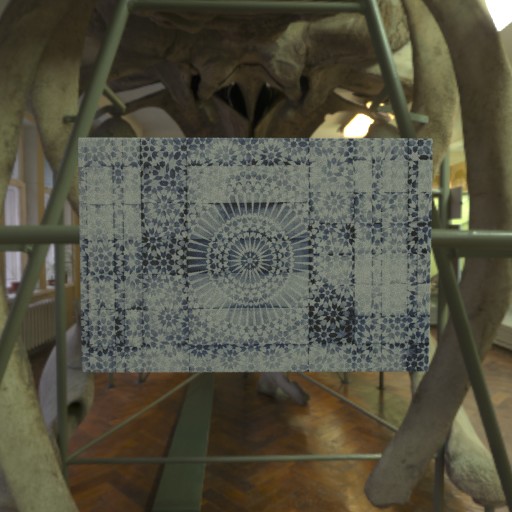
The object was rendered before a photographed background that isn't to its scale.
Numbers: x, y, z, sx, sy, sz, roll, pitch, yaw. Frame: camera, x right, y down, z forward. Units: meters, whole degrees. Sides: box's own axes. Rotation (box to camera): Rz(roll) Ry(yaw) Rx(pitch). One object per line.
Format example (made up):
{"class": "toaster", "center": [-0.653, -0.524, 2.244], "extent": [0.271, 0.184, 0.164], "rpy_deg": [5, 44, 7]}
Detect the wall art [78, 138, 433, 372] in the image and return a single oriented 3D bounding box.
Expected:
{"class": "wall art", "center": [0.000, 0.000, 1.179], "extent": [0.911, 0.608, 0.057], "rpy_deg": [0, 3, -1]}
